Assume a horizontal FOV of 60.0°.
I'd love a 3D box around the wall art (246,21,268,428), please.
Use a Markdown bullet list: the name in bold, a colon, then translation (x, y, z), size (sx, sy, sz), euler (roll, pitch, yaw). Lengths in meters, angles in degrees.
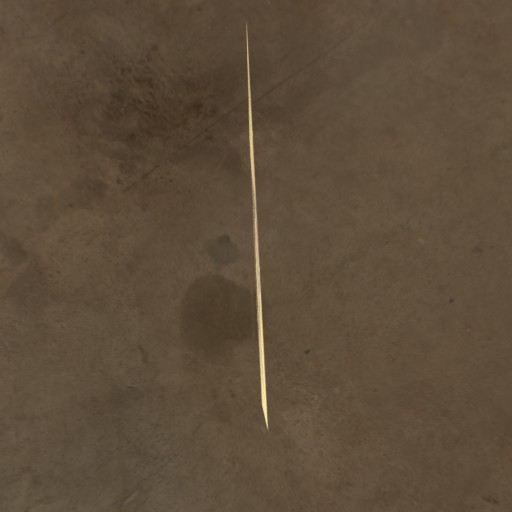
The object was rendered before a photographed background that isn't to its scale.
- **wall art**: translation (0.000, 0.000, 2.283), size (0.002, 1.505, 1.517), euler (-3, 75, -1)
